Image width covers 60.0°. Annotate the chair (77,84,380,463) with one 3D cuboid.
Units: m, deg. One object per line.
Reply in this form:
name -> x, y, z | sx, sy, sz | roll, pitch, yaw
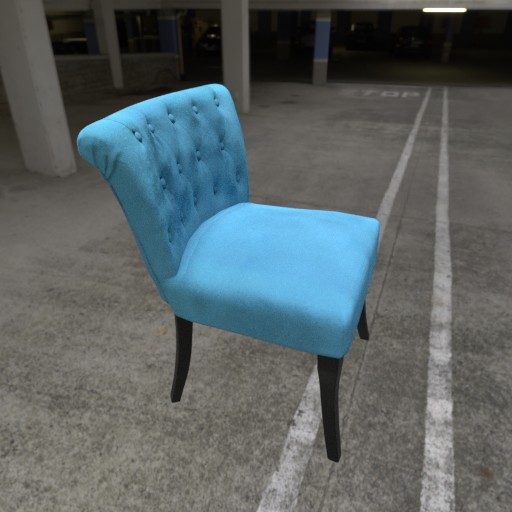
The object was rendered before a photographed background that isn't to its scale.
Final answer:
chair -> 0.000, 0.000, 1.150 | 0.605, 0.750, 0.582 | 11, 31, 18
